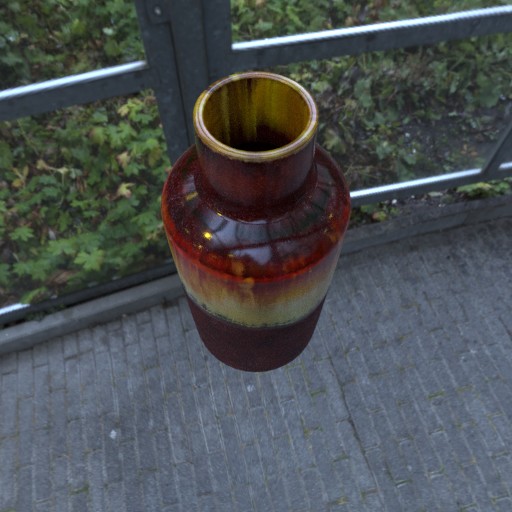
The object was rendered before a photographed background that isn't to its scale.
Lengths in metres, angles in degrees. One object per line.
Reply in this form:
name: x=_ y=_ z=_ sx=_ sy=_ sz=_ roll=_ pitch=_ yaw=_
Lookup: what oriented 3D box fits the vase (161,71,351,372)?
vase: x=0.000 y=0.000 z=0.314 sx=0.111 sy=0.261 sz=0.111 roll=0 pitch=60 yaw=0
